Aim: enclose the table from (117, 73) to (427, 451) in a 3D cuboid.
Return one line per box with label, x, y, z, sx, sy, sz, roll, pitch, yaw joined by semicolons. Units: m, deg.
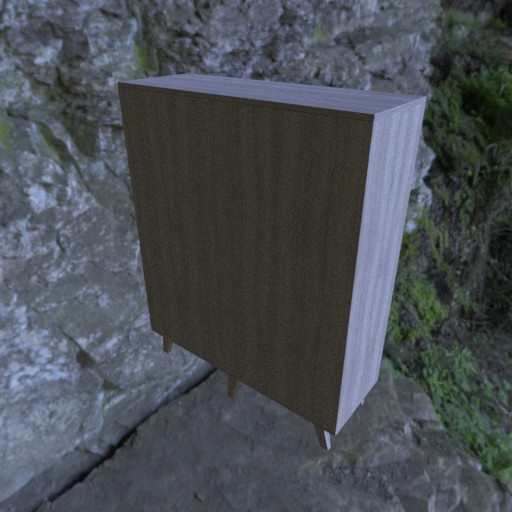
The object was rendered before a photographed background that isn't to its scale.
table;0.000;0.000;1.945;1.111;1.388;0.398;20;34;33
